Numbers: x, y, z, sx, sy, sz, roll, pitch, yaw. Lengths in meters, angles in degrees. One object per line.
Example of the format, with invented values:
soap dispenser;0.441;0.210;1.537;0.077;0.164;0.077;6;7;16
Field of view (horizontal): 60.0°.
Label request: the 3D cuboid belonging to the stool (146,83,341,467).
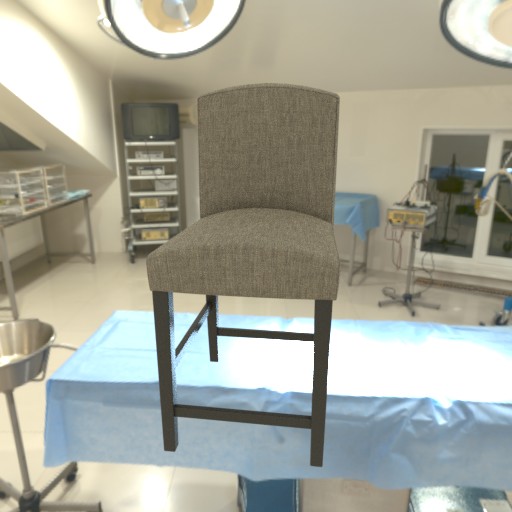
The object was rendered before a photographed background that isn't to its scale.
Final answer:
stool;0.000;0.000;1.264;0.451;0.966;0.552;2;16;8
